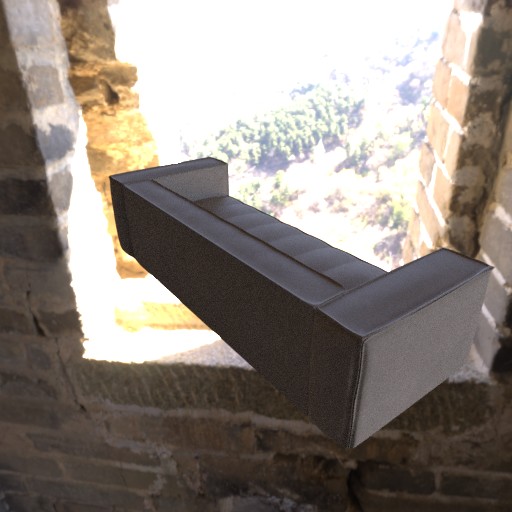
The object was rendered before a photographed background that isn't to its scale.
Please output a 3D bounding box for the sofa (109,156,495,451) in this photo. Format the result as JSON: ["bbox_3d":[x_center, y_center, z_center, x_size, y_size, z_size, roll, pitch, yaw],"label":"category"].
[{"bbox_3d":[0.000,0.000,3.025,1.038,0.680,2.697,-19,33,-32],"label":"sofa"}]
